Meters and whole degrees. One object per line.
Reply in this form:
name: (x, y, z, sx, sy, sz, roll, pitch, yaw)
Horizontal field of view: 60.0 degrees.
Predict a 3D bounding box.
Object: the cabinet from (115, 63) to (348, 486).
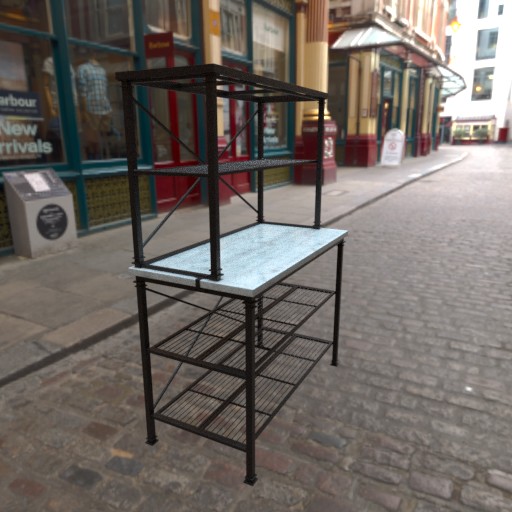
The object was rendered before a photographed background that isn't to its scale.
cabinet: (0.000, 0.000, 2.280, 0.610, 1.659, 1.210, 8, 17, 27)
